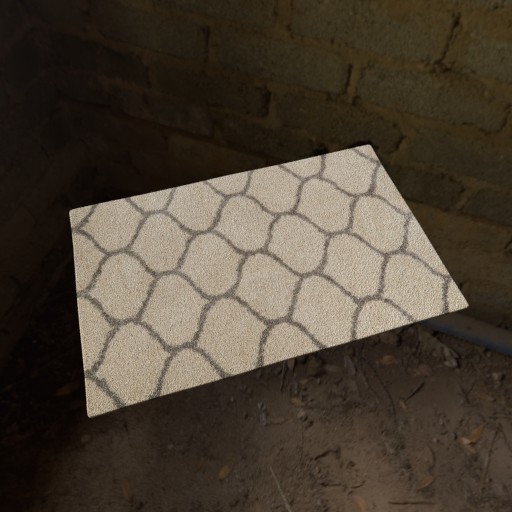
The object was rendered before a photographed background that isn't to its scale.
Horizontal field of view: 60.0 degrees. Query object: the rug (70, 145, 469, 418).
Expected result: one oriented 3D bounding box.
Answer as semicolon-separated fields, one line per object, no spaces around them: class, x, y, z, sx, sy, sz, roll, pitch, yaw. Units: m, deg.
rug;0.000;0.000;2.977;2.348;0.024;1.501;-14;58;-9
